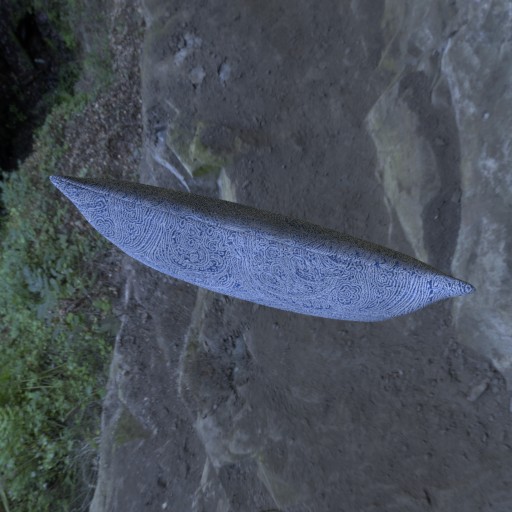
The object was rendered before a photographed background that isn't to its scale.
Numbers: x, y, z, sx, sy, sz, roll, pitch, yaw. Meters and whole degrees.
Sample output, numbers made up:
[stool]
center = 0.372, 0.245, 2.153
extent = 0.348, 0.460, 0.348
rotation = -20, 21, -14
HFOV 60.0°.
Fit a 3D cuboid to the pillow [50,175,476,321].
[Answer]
[pillow]
center = 0.000, 0.000, 0.756
extent = 0.615, 0.295, 0.151
rotation = 15, 77, 3
